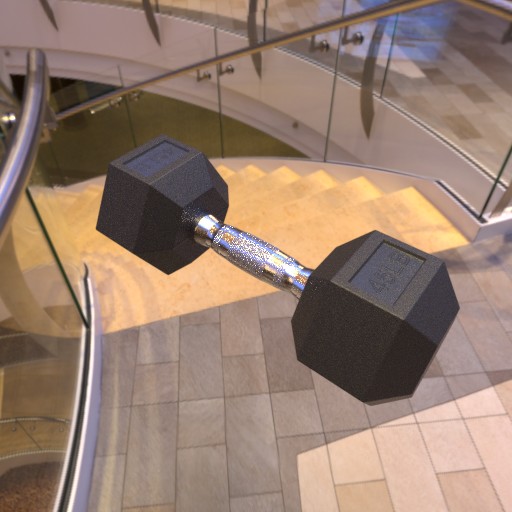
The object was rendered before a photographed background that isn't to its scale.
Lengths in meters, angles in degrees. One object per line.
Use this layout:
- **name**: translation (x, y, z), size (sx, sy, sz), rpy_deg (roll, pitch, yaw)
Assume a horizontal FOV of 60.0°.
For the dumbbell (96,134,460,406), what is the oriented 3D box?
- **dumbbell**: translation (0.000, 0.000, 0.425), size (0.356, 0.123, 0.141), rpy_deg (29, 52, 26)
